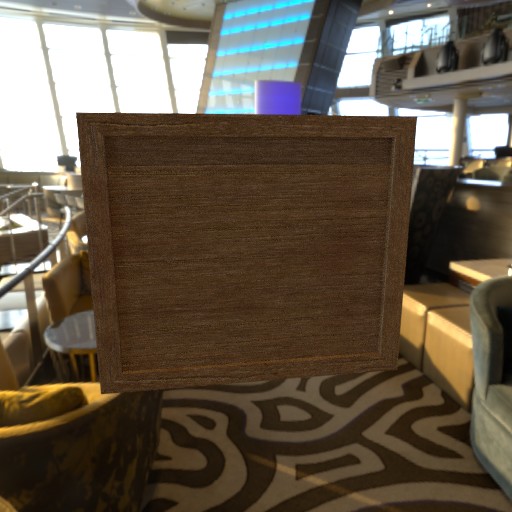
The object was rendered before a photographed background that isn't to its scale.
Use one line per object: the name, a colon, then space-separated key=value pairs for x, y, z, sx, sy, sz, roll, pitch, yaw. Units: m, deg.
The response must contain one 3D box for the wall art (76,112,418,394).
wall art: x=0.000 y=0.000 z=0.965 sx=0.690 sy=0.588 sz=0.026 roll=-2 pitch=14 yaw=-9
